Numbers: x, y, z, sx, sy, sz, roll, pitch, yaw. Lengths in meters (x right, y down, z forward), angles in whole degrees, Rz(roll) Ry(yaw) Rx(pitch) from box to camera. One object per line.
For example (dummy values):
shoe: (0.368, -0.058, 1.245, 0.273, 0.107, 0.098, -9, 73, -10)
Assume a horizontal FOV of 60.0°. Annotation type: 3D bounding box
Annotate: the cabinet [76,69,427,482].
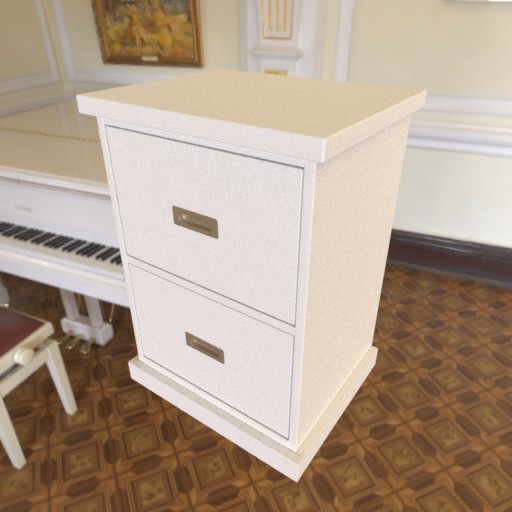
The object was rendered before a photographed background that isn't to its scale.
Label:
cabinet: (0.000, 0.000, 1.027, 0.520, 0.723, 0.431, 19, 35, 30)
